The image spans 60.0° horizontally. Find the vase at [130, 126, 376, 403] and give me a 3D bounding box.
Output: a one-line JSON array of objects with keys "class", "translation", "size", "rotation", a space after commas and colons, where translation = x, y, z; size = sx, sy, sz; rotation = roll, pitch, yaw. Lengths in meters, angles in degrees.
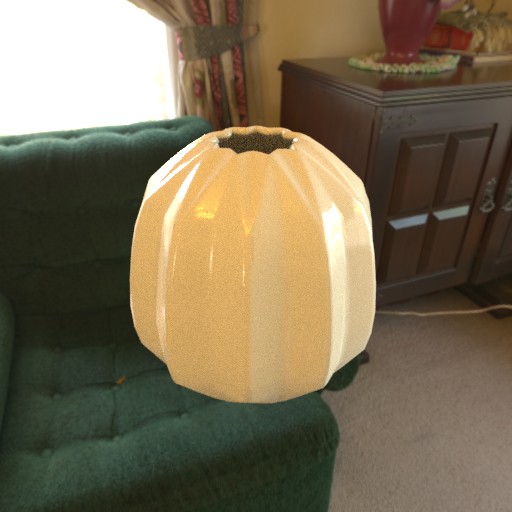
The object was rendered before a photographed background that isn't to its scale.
[{"class": "vase", "translation": [0.000, 0.000, 0.250], "size": [0.139, 0.134, 0.139], "rotation": [0, 30, 0]}]
